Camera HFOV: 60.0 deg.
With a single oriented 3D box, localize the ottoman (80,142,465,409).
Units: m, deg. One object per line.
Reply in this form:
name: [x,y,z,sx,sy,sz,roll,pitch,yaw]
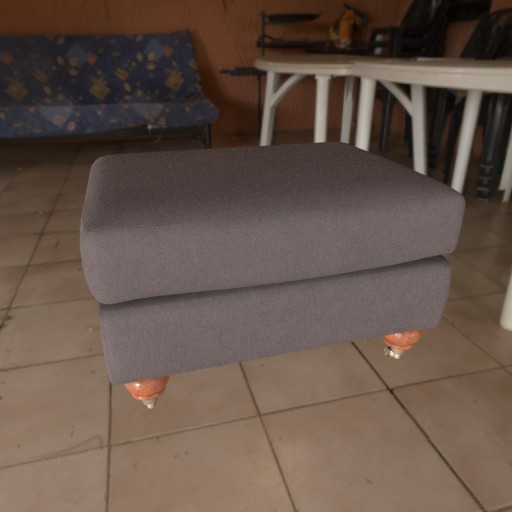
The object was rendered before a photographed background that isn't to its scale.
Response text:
ottoman: [0.000,0.000,1.126,0.773,0.497,0.574,-7,26,-15]
